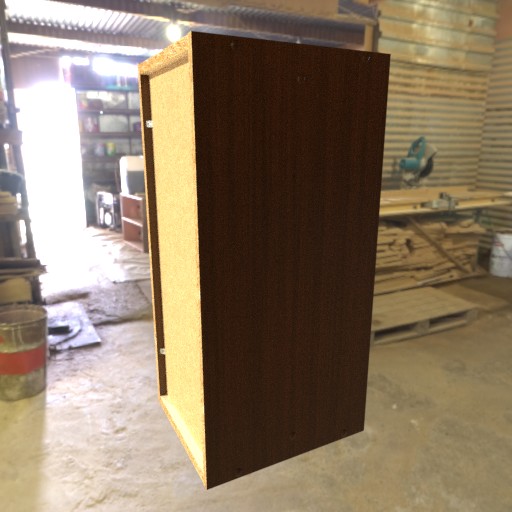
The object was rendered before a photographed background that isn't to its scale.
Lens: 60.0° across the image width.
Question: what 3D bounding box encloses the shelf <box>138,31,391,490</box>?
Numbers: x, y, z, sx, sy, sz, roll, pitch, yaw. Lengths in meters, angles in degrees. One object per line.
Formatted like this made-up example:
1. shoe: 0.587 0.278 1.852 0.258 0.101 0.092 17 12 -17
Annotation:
1. shelf: 0.000 0.000 0.731 0.290 0.600 0.253 -8 16 -27
